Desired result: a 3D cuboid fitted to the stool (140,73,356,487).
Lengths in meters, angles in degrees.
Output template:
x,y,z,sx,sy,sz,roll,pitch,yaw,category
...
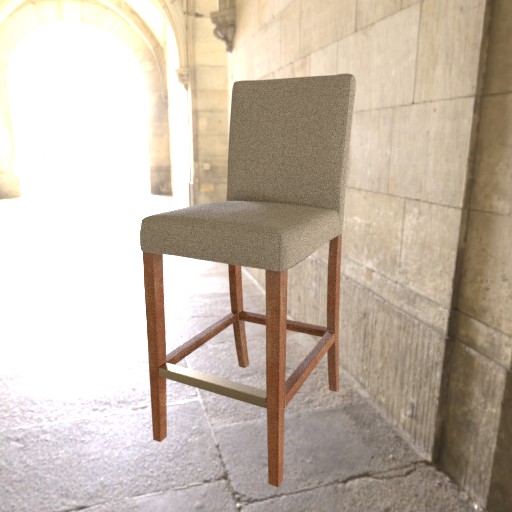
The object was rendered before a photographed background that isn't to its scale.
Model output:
x,y,z,sx,sy,sz,roll,pitch,yaw,category
0.000,0.000,1.362,0.439,1.088,0.570,7,16,27,stool
